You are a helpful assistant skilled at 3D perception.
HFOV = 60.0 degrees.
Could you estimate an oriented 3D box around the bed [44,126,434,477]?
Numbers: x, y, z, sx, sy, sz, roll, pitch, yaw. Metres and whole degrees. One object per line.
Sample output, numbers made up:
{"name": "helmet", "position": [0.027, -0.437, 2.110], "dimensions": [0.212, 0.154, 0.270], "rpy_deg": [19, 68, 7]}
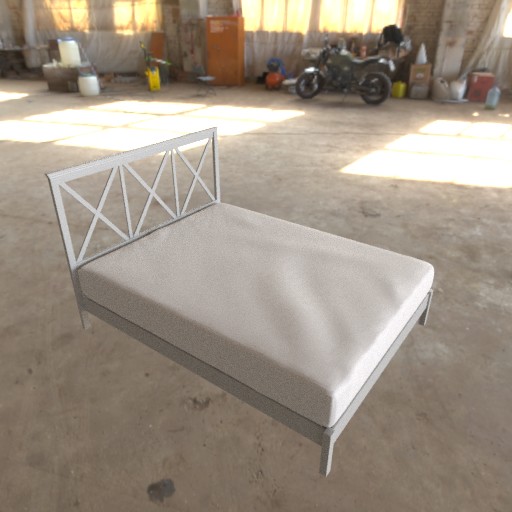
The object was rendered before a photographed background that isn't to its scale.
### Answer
{"name": "bed", "position": [0.000, 0.000, 3.177], "dimensions": [2.135, 1.253, 1.673], "rpy_deg": [20, 34, 31]}
